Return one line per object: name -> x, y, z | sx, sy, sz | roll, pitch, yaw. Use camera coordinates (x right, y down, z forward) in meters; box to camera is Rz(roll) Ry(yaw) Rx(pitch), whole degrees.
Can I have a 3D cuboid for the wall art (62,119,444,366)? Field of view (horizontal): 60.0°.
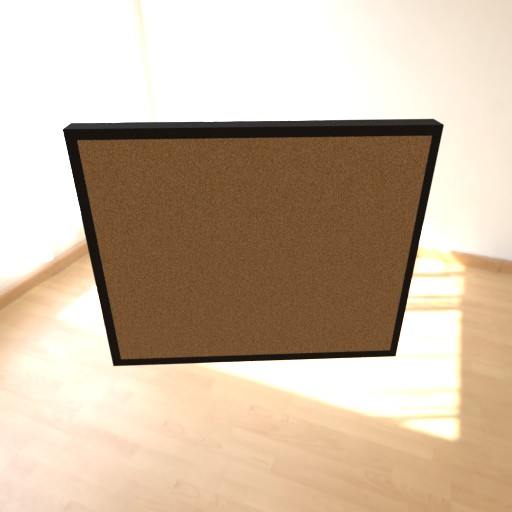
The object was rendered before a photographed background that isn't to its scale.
wall art -> 0.000, 0.000, 0.553 | 0.397, 0.325, 0.028 | -1, 30, -2
